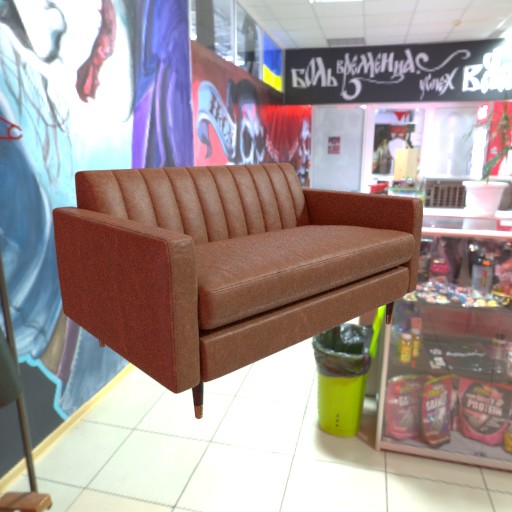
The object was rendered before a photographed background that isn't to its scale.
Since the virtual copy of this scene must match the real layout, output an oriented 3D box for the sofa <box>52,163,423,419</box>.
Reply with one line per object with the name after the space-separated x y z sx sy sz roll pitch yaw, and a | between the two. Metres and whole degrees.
0.000 0.000 2.120 1.549 0.820 0.960 -13 19 -41 | sofa
